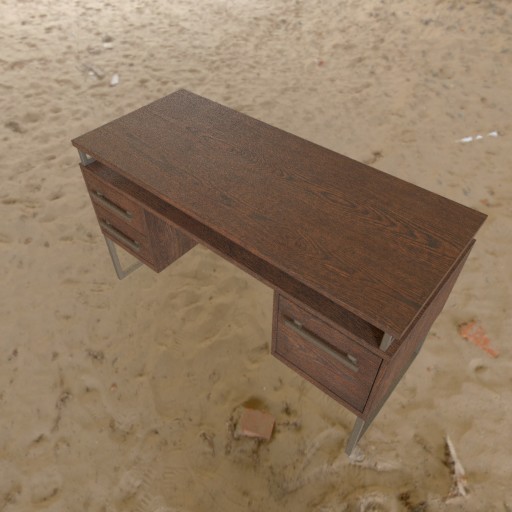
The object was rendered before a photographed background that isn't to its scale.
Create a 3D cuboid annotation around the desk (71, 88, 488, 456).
[{"bbox_3d":[0.000,0.000,1.814,1.384,0.792,0.610,31,53,27],"label":"desk"}]
